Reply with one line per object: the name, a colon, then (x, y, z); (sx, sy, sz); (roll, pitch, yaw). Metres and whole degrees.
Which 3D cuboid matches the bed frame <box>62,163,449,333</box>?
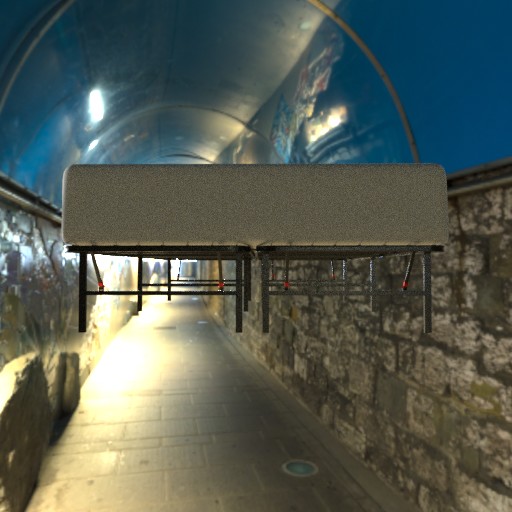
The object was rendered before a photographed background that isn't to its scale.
bed frame: (0.000, 0.000, 2.708); (1.528, 0.677, 2.037); (0, -2, 1)
